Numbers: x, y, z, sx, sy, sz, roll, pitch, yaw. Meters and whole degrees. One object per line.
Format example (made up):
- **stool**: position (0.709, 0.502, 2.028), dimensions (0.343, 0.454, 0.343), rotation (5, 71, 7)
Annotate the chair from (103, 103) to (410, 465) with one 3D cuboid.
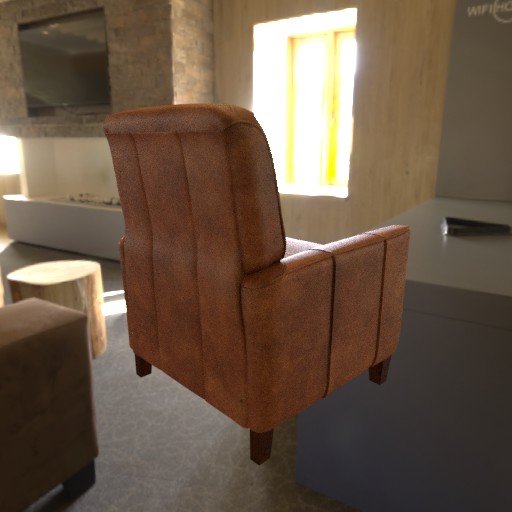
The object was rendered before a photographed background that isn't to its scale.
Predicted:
- **chair**: position (0.000, 0.000, 1.672), dimensions (0.836, 1.043, 0.843), rotation (-14, 20, -42)
